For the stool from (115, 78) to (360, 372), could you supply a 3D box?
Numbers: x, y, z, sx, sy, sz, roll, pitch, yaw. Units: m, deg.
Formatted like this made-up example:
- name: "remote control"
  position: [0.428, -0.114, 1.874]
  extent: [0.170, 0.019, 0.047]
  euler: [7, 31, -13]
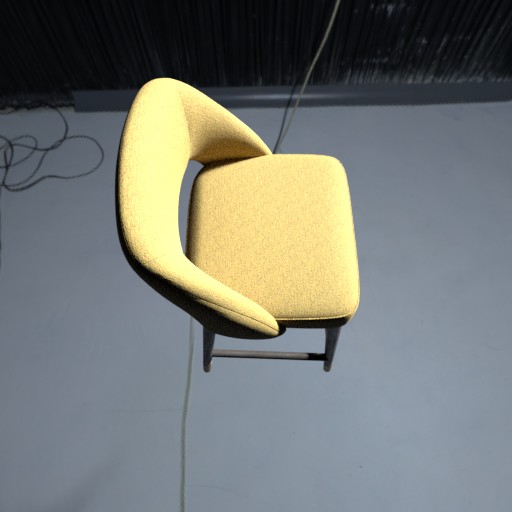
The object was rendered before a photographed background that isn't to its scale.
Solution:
- name: "stool"
  position: [0.000, 0.000, 1.234]
  extent: [0.522, 0.939, 0.536]
  euler: [0, 65, 0]
